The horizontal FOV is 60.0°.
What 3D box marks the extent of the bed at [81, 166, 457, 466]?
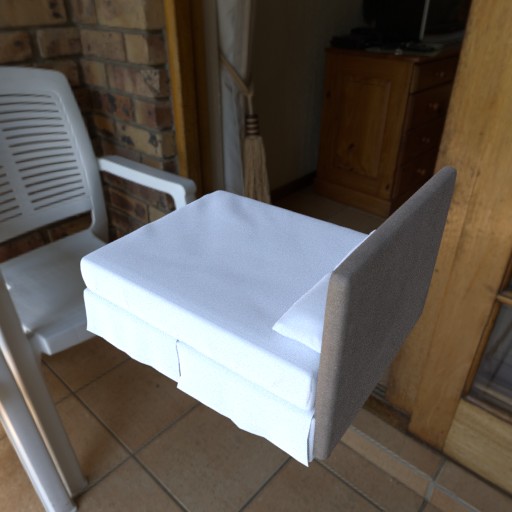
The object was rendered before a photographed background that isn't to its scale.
[{"bbox_3d":[0.000,0.000,3.242,2.142,1.330,1.723,21,37,30],"label":"bed"}]
